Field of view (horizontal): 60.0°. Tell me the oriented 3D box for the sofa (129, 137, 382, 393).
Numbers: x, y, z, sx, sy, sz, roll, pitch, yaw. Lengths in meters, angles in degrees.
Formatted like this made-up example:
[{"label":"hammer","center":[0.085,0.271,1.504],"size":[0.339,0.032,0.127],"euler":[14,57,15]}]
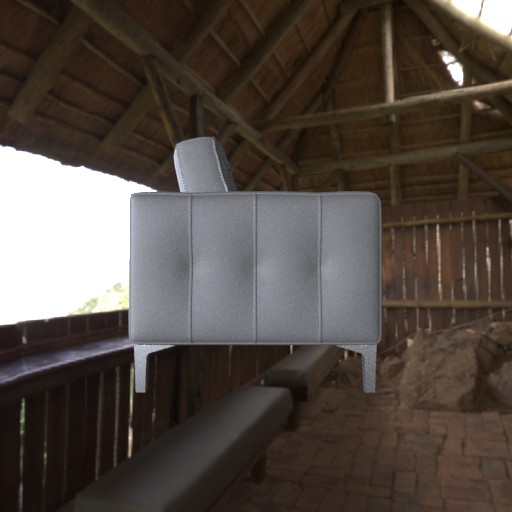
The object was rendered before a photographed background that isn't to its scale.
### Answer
[{"label":"sofa","center":[0.000,0.000,2.252],"size":[0.833,0.892,1.726],"euler":[0,0,0]}]
